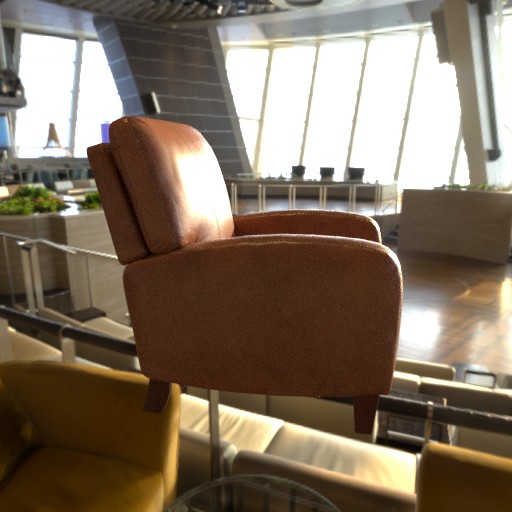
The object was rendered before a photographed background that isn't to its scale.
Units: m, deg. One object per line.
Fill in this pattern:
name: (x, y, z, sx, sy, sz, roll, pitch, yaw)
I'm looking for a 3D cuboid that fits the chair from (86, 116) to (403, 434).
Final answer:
chair: (0.000, 0.000, 1.683, 0.990, 0.990, 0.762, 2, 14, 9)
